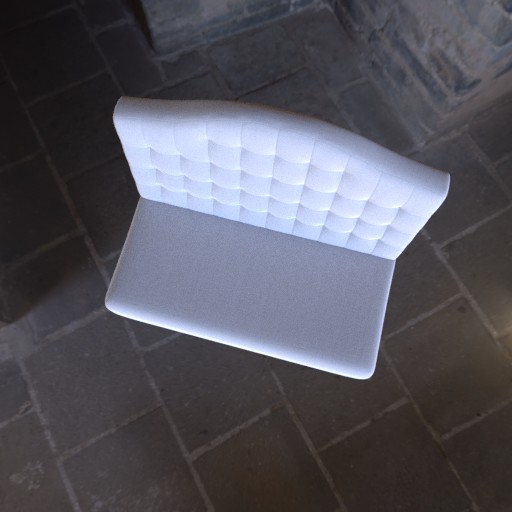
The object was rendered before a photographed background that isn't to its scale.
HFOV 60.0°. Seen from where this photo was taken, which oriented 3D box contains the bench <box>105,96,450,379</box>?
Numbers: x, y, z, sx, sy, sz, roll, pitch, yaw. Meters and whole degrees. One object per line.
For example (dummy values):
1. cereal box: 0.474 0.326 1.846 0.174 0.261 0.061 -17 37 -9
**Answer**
1. bench: 0.000 0.000 2.048 1.335 1.180 0.815 14 76 4
